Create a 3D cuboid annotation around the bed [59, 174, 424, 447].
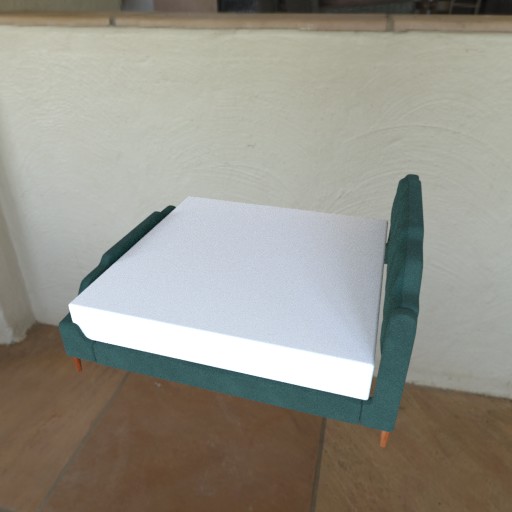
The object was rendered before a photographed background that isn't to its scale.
[{"bbox_3d":[0.000,0.000,3.569,2.340,1.245,2.074,9,31,14],"label":"bed"}]
